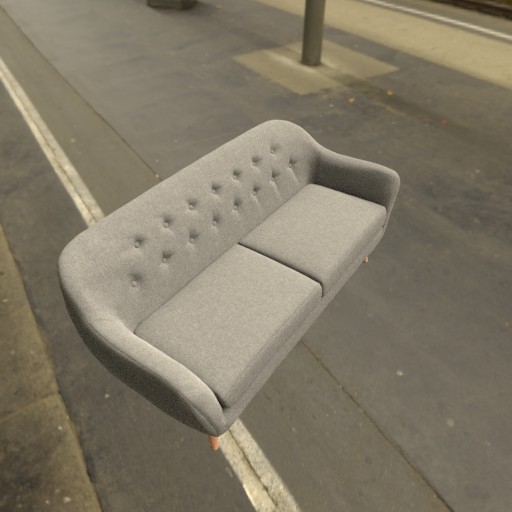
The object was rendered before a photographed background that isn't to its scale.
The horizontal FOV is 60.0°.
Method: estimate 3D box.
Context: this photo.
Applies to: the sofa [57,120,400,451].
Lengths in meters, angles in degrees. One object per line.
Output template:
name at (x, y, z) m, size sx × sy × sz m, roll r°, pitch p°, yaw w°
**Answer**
sofa at (0.000, 0.000, 2.284) m, size 0.820 × 0.820 × 1.840 m, roll 25°, pitch 47°, yaw 26°
